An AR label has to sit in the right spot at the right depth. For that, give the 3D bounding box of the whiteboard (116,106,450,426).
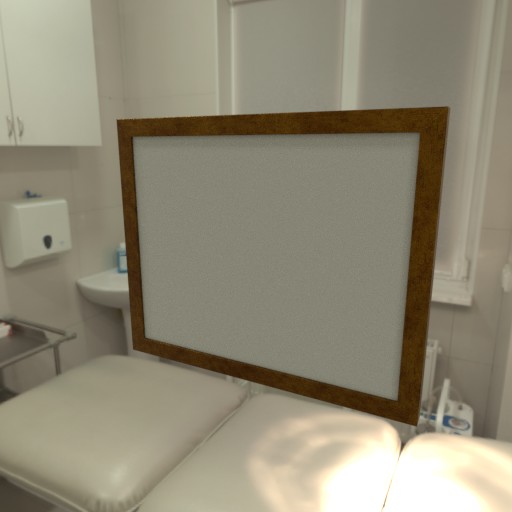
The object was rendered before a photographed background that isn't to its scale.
[{"bbox_3d":[0.000,0.000,0.750,0.561,0.457,0.029,7,15,27],"label":"whiteboard"}]
